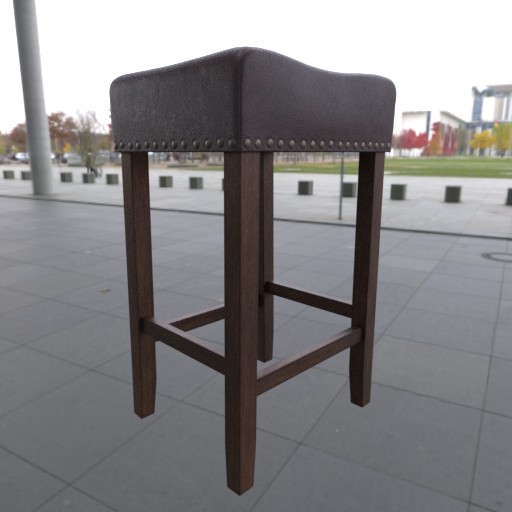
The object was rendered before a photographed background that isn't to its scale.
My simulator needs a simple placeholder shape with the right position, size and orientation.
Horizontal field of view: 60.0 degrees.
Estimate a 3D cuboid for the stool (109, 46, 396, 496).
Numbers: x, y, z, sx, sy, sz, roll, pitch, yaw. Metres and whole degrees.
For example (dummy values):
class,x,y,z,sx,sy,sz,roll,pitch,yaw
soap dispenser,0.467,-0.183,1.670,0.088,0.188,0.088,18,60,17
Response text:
class,x,y,z,sx,sy,sz,roll,pitch,yaw
stool,0.000,0.000,1.004,0.465,0.769,0.401,-13,18,-43
